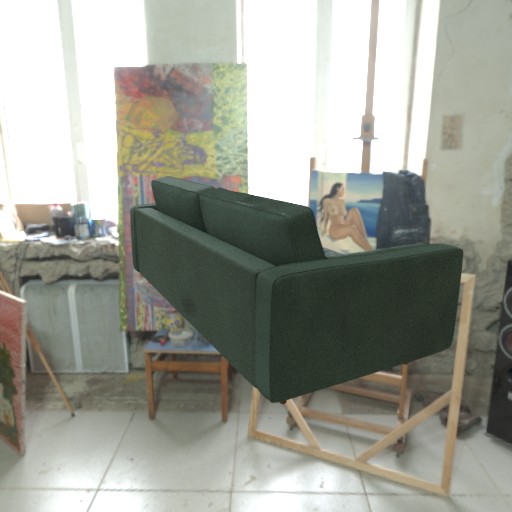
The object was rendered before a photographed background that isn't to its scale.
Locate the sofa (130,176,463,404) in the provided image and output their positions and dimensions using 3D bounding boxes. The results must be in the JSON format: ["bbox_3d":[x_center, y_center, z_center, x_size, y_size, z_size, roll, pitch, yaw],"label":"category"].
[{"bbox_3d":[0.000,0.000,2.390,0.916,0.772,1.880,-8,16,-27],"label":"sofa"}]
